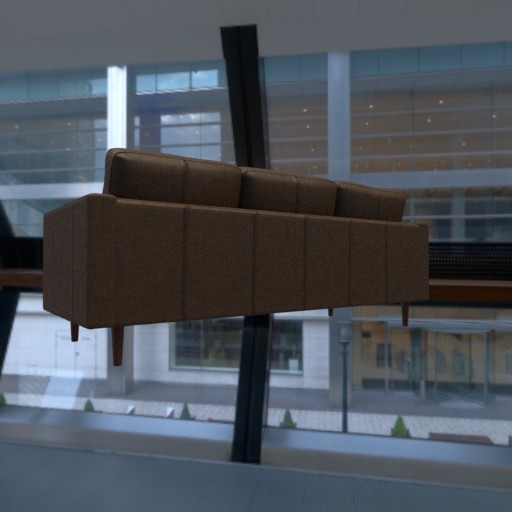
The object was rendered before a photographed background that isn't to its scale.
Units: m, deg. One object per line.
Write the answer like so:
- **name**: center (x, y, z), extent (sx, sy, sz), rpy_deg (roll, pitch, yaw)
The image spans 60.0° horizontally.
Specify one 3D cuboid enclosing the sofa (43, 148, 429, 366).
- **sofa**: center (0.000, 0.000, 2.697), extent (2.231, 0.930, 0.903), rpy_deg (1, -1, -36)
